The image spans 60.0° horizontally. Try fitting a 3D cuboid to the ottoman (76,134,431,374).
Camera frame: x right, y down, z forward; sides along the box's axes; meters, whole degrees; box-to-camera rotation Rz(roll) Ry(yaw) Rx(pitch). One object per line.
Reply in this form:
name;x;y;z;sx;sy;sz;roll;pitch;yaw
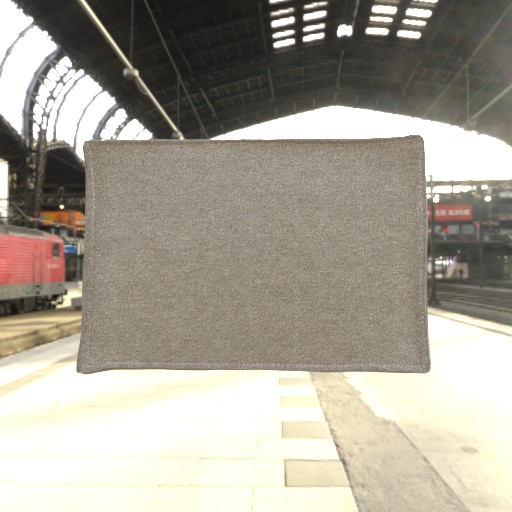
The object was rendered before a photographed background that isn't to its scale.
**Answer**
ottoman;0.000;0.000;1.166;0.696;0.470;0.707;0;-2;0
